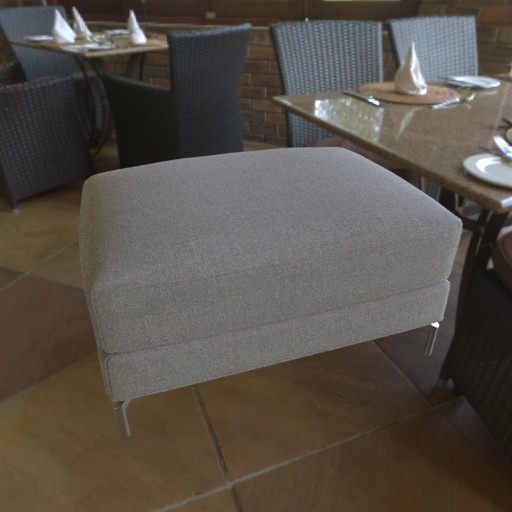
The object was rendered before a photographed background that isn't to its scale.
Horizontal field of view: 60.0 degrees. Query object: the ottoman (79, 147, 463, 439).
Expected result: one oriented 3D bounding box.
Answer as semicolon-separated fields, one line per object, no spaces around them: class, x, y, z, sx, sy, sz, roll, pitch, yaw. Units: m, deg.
ottoman;0.000;0.000;1.179;0.838;0.457;0.584;-10;33;-16
